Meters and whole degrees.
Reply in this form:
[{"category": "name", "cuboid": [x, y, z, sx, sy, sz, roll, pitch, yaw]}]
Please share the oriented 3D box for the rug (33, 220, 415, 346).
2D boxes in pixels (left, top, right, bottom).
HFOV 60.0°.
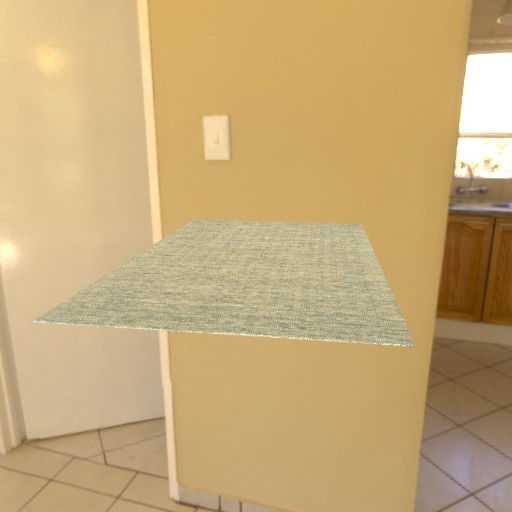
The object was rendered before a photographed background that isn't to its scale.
[{"category": "rug", "cuboid": [0.000, 0.000, 2.135, 1.142, 0.006, 1.752, 2, 15, 8]}]
